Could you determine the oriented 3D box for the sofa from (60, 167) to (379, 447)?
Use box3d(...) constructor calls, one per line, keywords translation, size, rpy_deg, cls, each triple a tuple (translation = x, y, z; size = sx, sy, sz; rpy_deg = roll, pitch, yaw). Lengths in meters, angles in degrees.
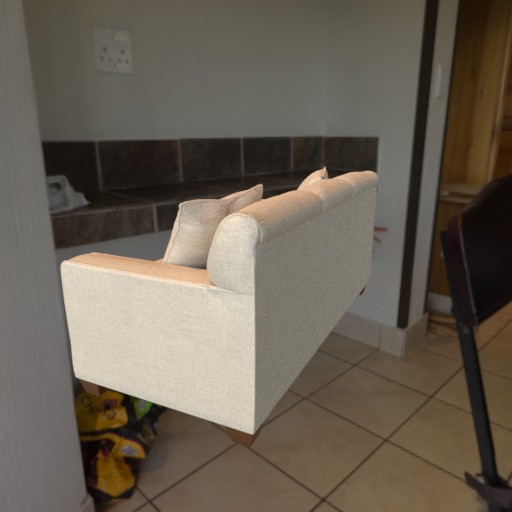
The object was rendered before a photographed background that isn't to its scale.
box3d(translation=(0.000, 0.000, 2.622), size=(0.997, 0.958, 2.024), rpy_deg=(8, 17, 25), cls="sofa")
